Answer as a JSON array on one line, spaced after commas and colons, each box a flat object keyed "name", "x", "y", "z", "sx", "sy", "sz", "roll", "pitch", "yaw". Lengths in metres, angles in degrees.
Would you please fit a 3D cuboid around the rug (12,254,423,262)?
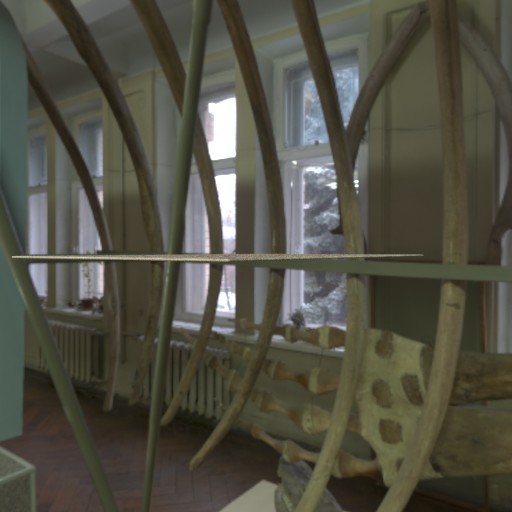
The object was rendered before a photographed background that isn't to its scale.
[{"name": "rug", "x": 0.000, "y": 0.000, "z": 2.959, "sx": 1.533, "sy": 0.011, "sz": 2.439, "roll": 0, "pitch": 1, "yaw": 36}]
